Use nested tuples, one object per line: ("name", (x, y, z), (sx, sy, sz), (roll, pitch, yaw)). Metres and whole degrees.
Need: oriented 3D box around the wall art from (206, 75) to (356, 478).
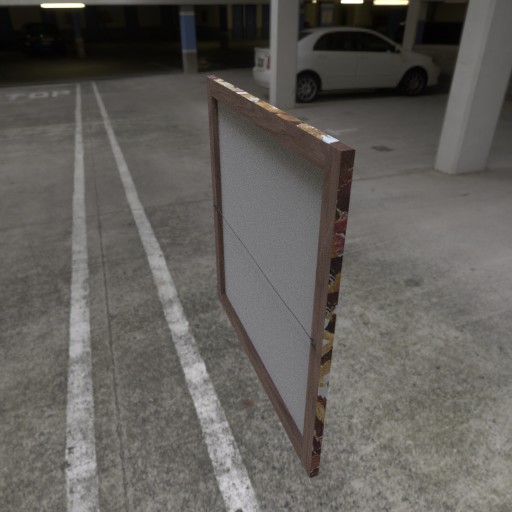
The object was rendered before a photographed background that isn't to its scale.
("wall art", (0.000, 0.000, 1.133), (0.028, 0.762, 0.757), (-10, 32, -17))
